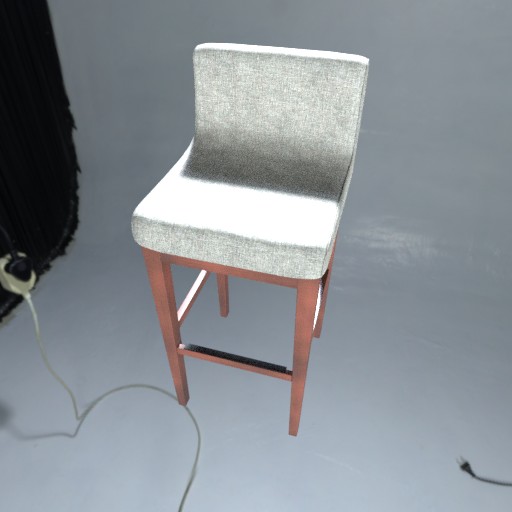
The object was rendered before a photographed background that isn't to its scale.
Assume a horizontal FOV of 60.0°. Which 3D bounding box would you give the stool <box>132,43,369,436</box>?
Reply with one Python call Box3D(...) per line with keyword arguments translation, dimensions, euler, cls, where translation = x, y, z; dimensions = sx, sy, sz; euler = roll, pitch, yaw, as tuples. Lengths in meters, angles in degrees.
Box3D(translation=(0.000, 0.000, 1.215), dimensions=(0.426, 0.965, 0.499), euler=(11, 41, 12), cls="stool")
